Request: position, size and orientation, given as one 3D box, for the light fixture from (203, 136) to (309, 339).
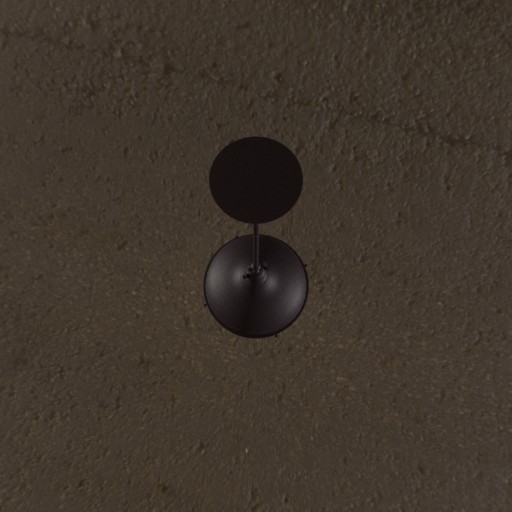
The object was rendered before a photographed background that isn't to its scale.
[{"bbox_3d":[0.000,0.000,1.024,0.341,0.849,0.341,-21,76,-5],"label":"light fixture"}]
